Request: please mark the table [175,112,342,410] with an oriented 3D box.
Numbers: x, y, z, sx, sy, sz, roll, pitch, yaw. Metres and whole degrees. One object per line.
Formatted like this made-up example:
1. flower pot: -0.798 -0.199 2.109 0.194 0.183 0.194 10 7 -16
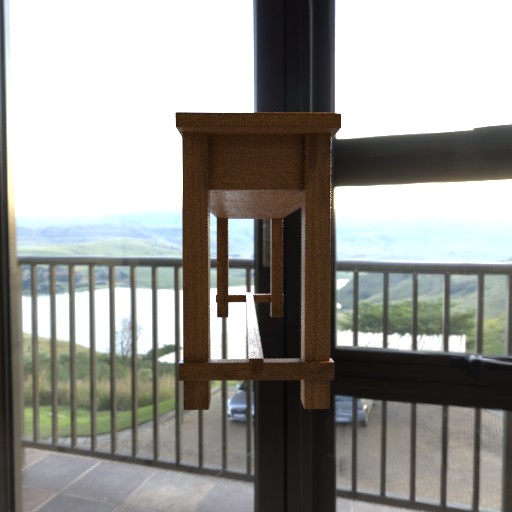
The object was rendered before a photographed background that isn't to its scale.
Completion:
1. table: 0.000 0.000 1.902 0.442 0.762 1.599 0 2 -2
